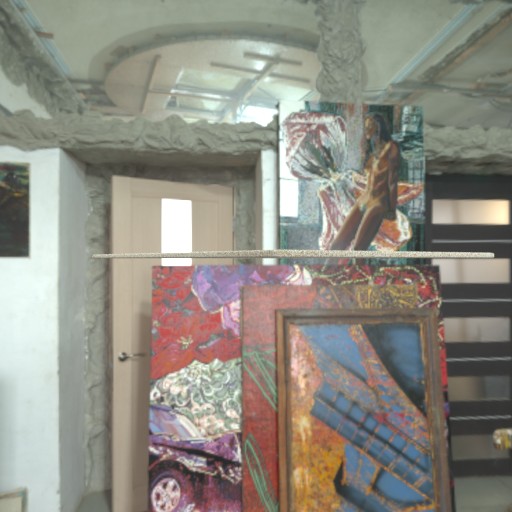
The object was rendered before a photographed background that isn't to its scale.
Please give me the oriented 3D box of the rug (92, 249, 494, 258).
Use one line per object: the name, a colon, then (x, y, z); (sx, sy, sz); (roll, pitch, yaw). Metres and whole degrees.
rug: (0.000, 0.000, 3.005); (1.524, 0.030, 2.438); (0, 0, -35)
